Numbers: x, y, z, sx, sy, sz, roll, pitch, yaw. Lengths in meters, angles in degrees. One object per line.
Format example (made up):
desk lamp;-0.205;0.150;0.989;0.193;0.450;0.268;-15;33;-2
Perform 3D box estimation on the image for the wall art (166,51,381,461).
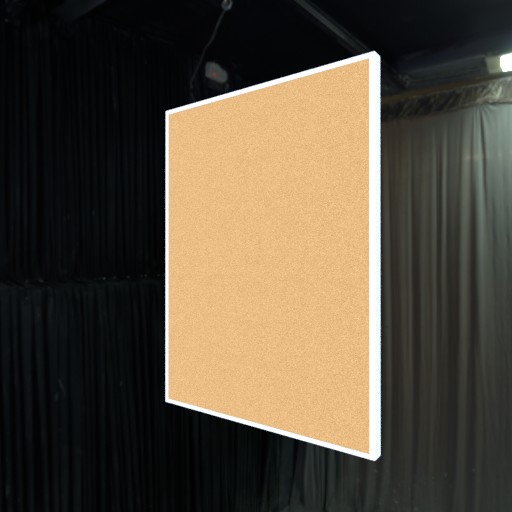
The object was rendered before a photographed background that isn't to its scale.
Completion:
wall art;0.000;0.000;1.608;0.914;1.221;0.046;0;0;37
